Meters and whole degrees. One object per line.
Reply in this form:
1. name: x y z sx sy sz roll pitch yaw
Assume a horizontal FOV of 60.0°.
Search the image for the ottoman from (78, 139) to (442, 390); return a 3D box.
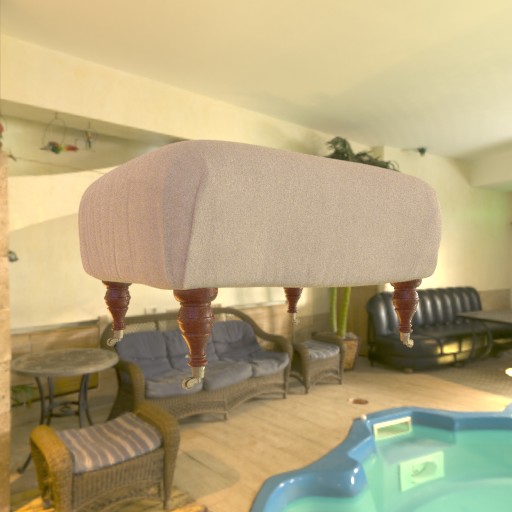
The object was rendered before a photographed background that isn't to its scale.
1. ottoman: 0.000 0.000 1.106 0.746 0.450 0.622 0 0 -35
